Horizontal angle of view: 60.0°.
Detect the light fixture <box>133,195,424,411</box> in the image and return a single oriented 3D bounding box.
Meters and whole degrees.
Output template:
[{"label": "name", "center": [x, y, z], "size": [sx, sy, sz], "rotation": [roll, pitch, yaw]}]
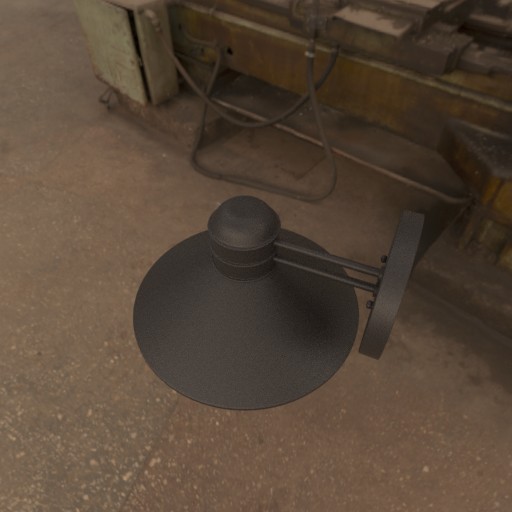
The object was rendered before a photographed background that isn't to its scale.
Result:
[{"label": "light fixture", "center": [0.000, 0.000, 0.690], "size": [0.434, 0.265, 0.396], "rotation": [17, 50, 15]}]
